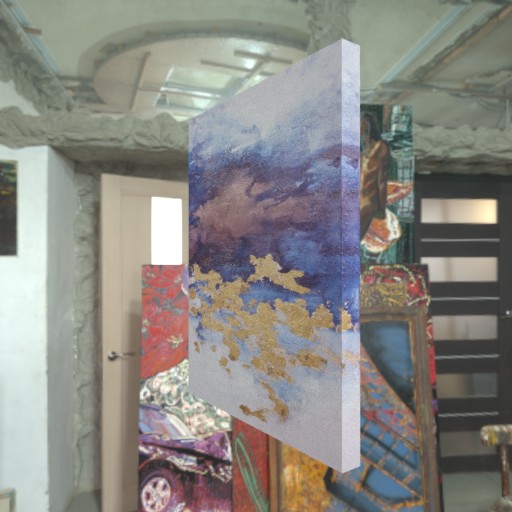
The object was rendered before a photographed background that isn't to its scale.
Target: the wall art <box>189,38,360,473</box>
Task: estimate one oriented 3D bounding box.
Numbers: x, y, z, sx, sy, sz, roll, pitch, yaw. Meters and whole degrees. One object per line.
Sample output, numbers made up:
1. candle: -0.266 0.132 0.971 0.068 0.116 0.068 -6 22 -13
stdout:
1. wall art: 0.000 0.000 0.777 0.036 0.581 0.437 0 0 -36
